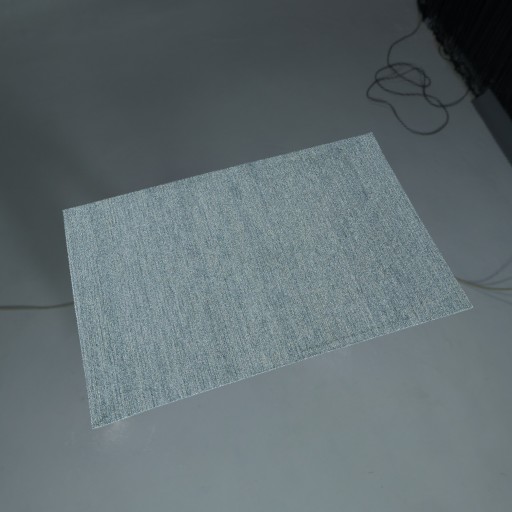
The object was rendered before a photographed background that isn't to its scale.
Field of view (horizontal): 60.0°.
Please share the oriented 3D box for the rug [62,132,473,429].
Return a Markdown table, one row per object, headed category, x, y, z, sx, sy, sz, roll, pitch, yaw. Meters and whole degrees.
| category | x | y | z | sx | sy | sz | roll | pitch | yaw |
| --- | --- | --- | --- | --- | --- | --- | --- | --- | --- |
| rug | 0.000 | 0.000 | 2.285 | 1.853 | 0.022 | 1.174 | -16 | 64 | -8 |
